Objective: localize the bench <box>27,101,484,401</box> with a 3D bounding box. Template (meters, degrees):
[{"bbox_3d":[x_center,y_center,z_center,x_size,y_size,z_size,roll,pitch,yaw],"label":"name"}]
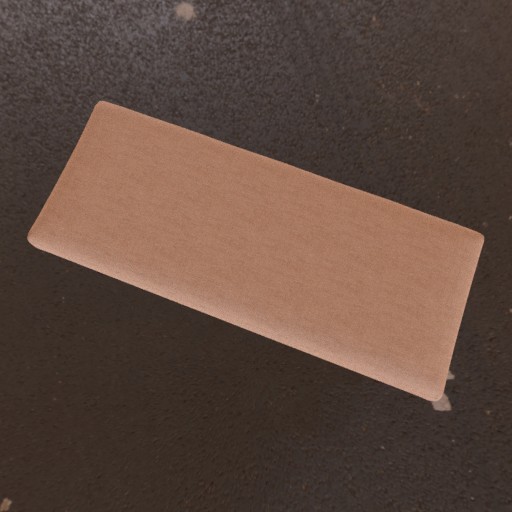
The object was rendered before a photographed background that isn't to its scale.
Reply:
[{"bbox_3d":[0.000,0.000,1.213,1.013,0.456,0.407,20,77,5],"label":"bench"}]
